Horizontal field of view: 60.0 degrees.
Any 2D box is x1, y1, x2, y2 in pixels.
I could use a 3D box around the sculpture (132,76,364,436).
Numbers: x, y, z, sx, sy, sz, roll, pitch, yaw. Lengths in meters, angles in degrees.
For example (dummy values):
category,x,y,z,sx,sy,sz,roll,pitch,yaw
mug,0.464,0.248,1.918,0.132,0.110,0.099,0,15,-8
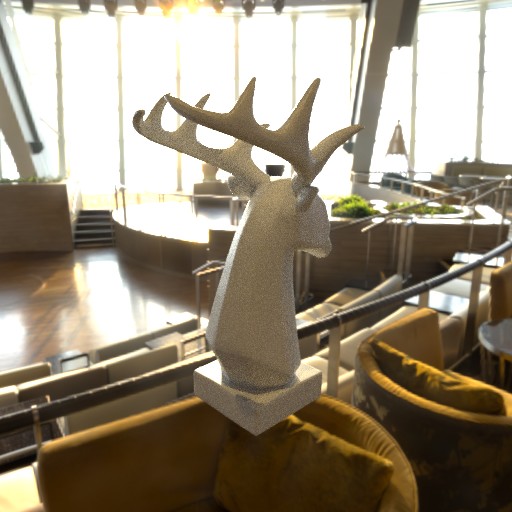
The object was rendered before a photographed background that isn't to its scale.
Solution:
category,x,y,z,sx,sy,sz,roll,pitch,yaw
sculpture,0.000,0.000,0.458,0.224,0.329,0.174,-13,20,-42
